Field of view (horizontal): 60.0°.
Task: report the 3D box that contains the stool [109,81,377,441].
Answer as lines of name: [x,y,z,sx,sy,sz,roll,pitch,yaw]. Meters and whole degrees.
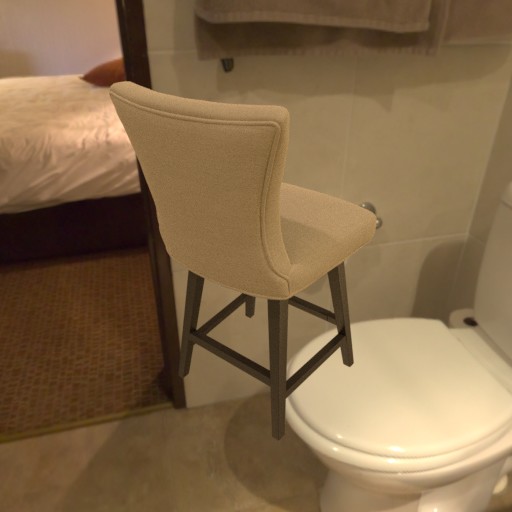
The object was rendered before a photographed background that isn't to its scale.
stool: [0.000,0.000,1.333,0.514,1.000,0.574,22,37,32]
